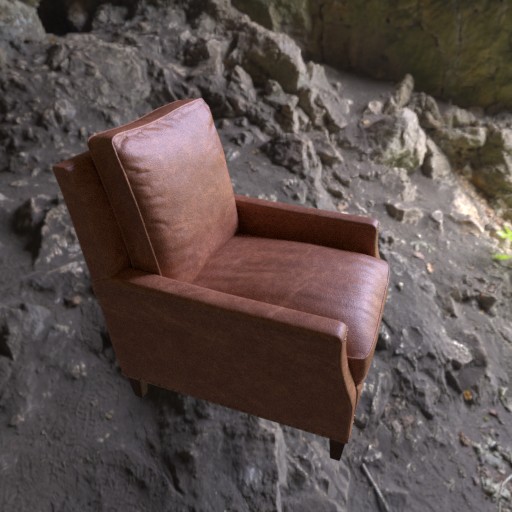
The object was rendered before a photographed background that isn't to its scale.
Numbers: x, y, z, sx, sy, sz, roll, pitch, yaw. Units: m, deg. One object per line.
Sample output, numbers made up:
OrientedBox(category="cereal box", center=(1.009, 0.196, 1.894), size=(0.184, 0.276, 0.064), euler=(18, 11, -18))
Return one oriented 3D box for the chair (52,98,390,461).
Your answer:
OrientedBox(category="chair", center=(0.000, 0.000, 1.764), size=(1.035, 1.054, 0.854), euler=(11, 32, 18))
